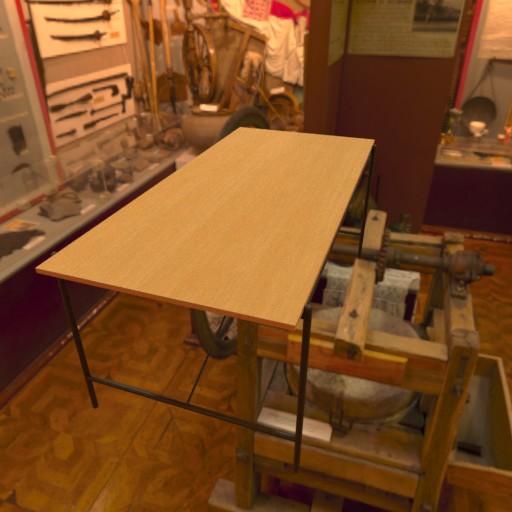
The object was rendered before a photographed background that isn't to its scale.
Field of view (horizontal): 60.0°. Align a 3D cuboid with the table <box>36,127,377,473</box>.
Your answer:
[{"bbox_3d":[0.000,0.000,2.209,0.900,0.758,1.800,10,32,17],"label":"table"}]
